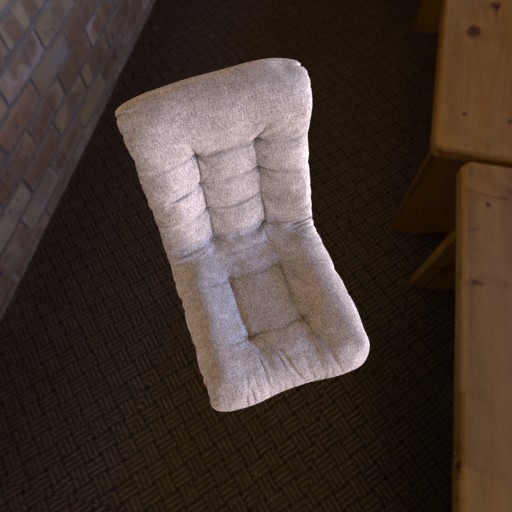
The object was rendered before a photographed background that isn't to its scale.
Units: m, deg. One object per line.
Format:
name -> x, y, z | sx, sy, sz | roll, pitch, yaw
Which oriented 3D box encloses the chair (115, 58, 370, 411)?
chair -> 0.000, 0.000, 1.016 | 0.400, 0.600, 0.583 | -18, 65, -8
